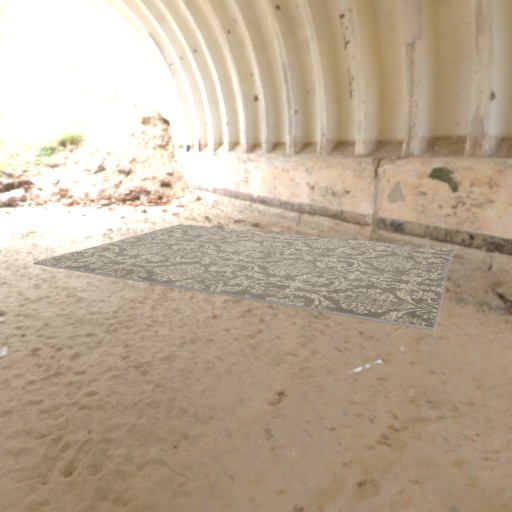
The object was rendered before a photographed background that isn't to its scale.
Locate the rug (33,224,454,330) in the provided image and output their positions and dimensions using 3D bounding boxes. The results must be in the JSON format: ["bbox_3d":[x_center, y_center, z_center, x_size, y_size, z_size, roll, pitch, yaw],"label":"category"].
[{"bbox_3d":[0.000,0.000,3.439,2.746,0.018,1.819,7,15,25],"label":"rug"}]
